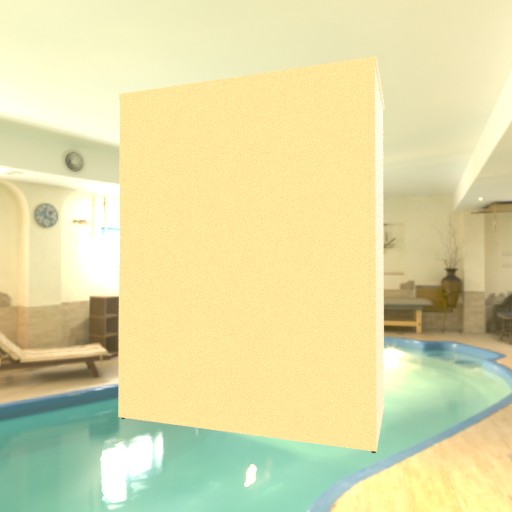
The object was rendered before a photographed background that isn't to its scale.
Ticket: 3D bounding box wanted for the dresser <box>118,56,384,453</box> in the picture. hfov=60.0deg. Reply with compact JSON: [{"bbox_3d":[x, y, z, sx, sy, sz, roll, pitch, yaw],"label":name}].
[{"bbox_3d":[0.000,0.000,1.466,0.800,1.040,0.380,0,-1,19],"label":"dresser"}]
